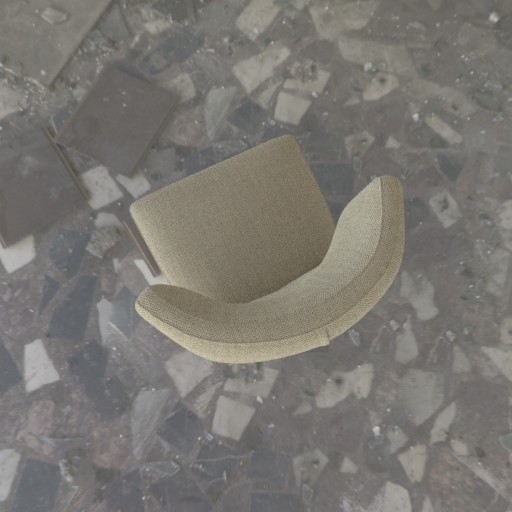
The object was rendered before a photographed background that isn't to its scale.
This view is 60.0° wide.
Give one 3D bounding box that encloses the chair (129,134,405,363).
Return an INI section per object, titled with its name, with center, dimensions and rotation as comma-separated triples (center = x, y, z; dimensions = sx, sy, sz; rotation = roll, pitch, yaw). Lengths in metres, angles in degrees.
[chair]
center = 0.000, 0.000, 1.295
dimensions = 0.611, 0.824, 0.617
rotation = -26, 77, -6
